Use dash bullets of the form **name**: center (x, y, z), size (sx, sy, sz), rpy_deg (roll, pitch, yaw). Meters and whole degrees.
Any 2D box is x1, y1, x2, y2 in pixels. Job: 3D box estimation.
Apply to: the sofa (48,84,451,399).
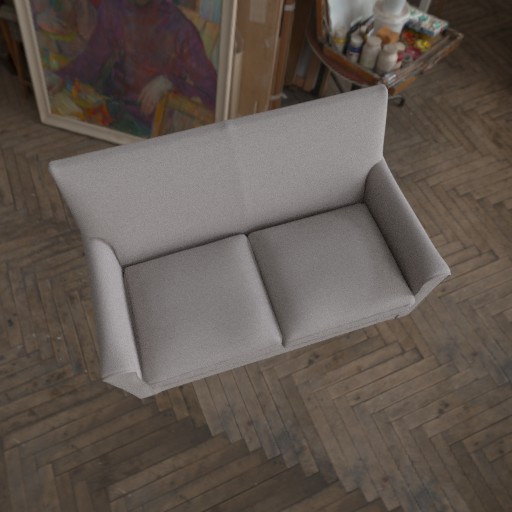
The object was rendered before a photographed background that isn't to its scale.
- **sofa**: center (0.000, 0.000, 2.072), size (1.482, 0.890, 0.888), rpy_deg (-16, 64, -8)
